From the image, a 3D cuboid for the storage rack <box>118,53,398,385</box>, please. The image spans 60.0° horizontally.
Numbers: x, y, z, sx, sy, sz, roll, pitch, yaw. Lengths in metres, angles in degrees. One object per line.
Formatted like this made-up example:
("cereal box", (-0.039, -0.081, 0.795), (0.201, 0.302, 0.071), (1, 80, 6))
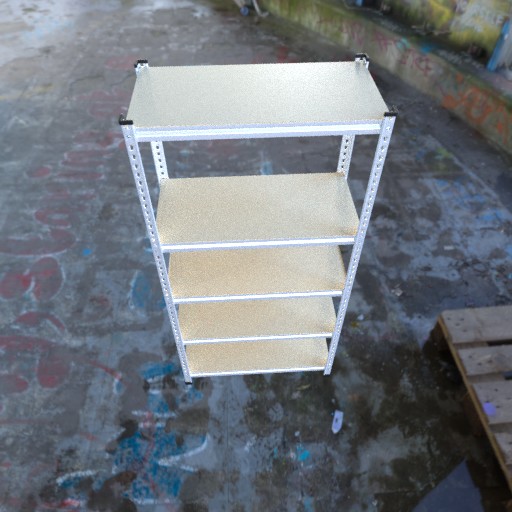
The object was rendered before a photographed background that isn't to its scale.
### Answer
("storage rack", (0.000, 0.000, 2.263), (0.914, 1.829, 0.457), (-3, 48, -2))
